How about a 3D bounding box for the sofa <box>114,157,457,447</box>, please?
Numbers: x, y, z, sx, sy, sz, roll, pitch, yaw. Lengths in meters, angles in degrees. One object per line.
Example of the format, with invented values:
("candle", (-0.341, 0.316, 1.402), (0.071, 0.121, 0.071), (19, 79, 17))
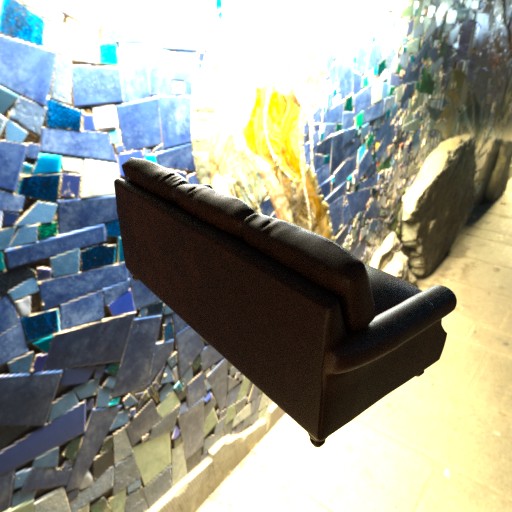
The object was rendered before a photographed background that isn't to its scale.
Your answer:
("sofa", (0.000, 0.000, 2.840), (0.973, 0.977, 2.351), (-19, 32, -33))
